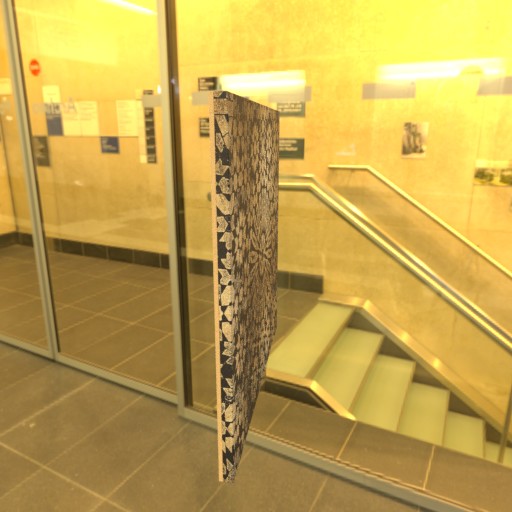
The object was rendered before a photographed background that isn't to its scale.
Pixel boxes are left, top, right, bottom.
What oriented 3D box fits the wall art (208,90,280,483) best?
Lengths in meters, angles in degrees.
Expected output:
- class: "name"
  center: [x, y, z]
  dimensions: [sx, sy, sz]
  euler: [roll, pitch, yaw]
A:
- class: "wall art"
  center: [0.000, 0.000, 1.409]
  dimensions: [0.038, 0.914, 0.914]
  euler: [3, 16, 9]
